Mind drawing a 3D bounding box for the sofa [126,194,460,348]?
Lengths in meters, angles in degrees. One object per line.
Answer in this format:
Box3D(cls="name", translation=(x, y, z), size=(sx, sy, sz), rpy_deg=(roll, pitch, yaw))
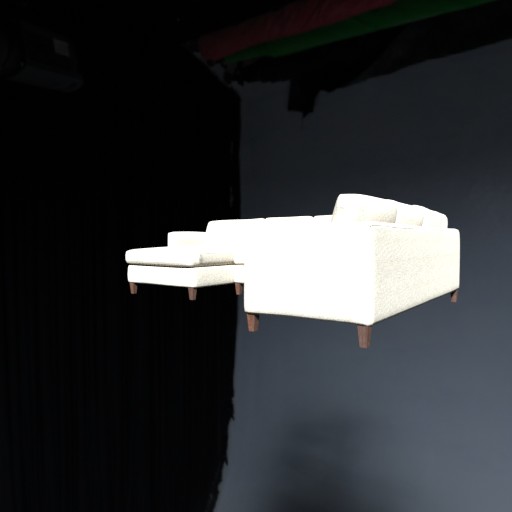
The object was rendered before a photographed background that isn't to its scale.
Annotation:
Box3D(cls="sofa", translation=(0.000, 0.000, 4.601), size=(3.460, 0.959, 2.593), rpy_deg=(1, 2, 36))
